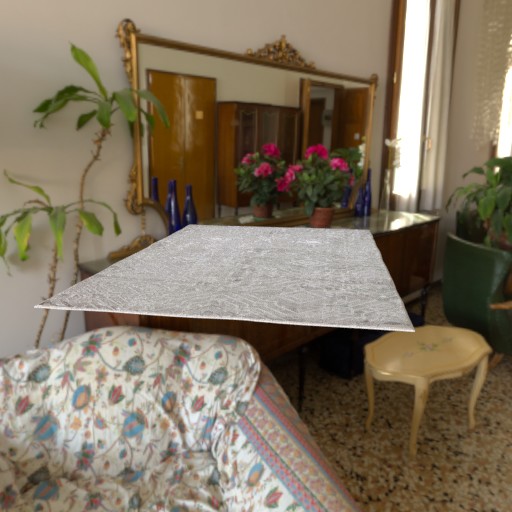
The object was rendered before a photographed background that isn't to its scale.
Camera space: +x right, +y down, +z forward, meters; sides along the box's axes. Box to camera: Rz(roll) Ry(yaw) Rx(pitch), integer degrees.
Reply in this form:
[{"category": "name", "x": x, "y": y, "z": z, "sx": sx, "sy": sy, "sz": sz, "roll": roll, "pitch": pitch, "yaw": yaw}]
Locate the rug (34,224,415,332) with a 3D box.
[{"category": "rug", "x": 0.000, "y": 0.000, "z": 4.366, "sx": 2.448, "sy": 0.020, "sz": 3.359, "roll": 2, "pitch": 14, "yaw": 9}]
